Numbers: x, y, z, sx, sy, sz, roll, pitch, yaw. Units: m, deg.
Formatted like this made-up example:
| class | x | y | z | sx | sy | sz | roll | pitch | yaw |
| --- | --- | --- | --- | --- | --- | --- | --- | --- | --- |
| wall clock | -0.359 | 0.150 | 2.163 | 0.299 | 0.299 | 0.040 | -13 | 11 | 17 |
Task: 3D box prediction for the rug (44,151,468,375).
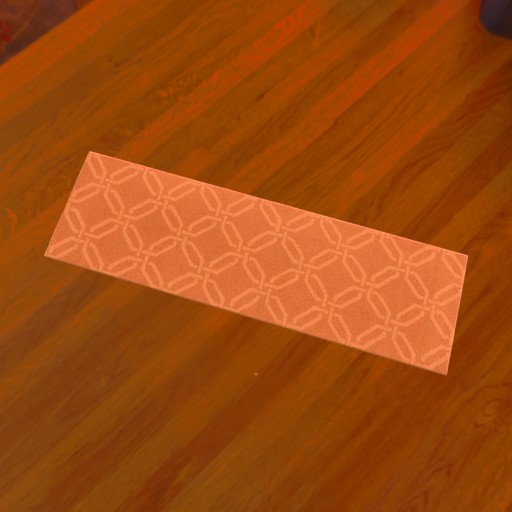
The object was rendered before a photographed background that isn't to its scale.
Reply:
| class | x | y | z | sx | sy | sz | roll | pitch | yaw |
| --- | --- | --- | --- | --- | --- | --- | --- | --- | --- |
| rug | 0.000 | 0.000 | 2.481 | 2.276 | 0.014 | 0.678 | 16 | 76 | 4 |
